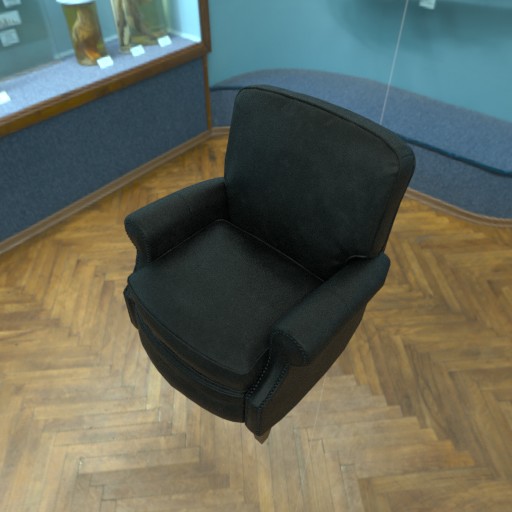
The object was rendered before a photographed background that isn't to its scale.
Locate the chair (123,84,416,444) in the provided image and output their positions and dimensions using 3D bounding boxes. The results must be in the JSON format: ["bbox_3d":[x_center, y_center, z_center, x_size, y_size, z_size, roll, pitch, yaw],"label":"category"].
[{"bbox_3d":[0.000,0.000,1.733,0.936,1.018,0.986,33,54,28],"label":"chair"}]
